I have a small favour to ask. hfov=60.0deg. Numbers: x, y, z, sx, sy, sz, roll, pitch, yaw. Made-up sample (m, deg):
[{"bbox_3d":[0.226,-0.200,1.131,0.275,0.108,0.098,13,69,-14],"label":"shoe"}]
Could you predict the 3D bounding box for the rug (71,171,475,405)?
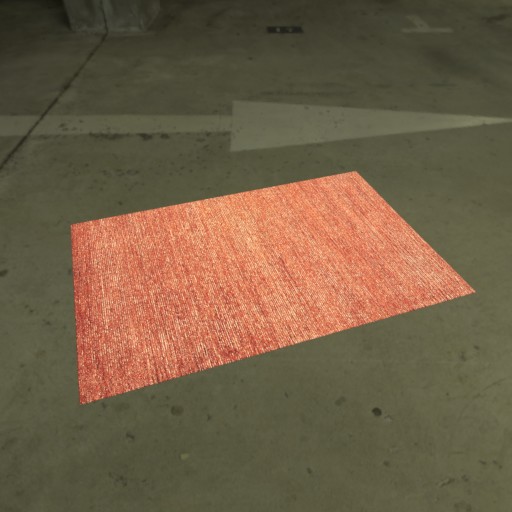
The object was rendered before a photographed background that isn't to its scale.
[{"bbox_3d":[0.000,0.000,2.226,1.747,0.011,1.139,-13,43,-14],"label":"rug"}]
